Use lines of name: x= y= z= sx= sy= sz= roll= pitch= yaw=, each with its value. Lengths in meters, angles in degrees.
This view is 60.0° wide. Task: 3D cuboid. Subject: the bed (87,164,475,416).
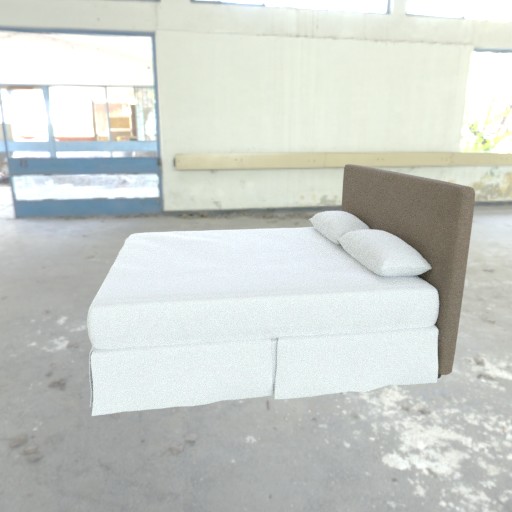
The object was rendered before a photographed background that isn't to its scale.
bed: x=0.000 y=0.000 z=3.570 sx=2.341 sy=1.317 sz=2.119 roll=-2 pitch=16 yaw=-8
